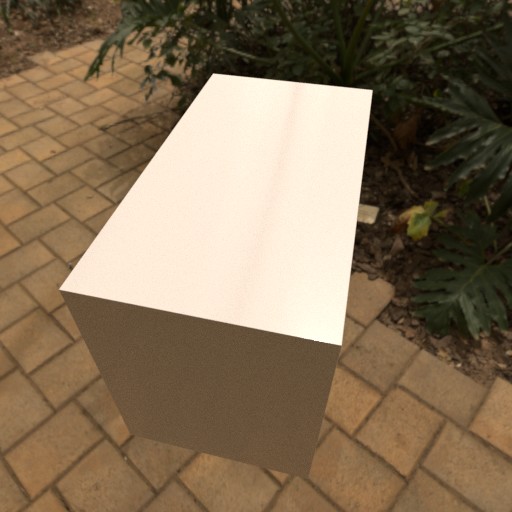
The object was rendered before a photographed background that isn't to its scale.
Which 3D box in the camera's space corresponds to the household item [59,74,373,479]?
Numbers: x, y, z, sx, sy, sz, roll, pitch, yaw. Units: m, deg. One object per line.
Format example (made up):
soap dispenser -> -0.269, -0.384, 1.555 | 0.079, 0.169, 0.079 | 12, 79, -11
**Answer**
household item -> 0.000, 0.000, 1.531 | 0.597, 0.749, 1.100 | 10, 46, 9
